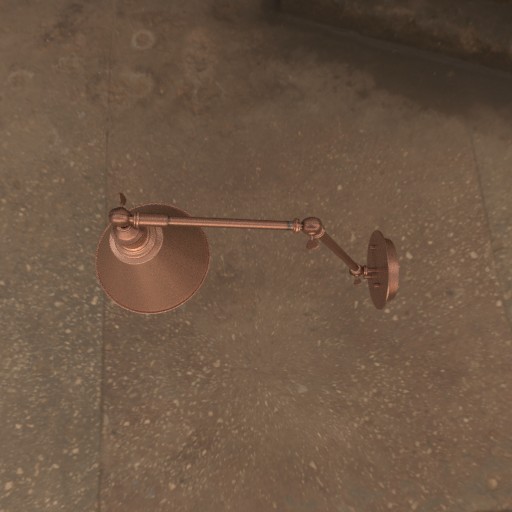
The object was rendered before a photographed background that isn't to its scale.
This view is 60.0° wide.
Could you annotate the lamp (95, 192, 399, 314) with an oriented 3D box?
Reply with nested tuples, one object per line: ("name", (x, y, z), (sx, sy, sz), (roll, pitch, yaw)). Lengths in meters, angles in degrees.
("lamp", (0.000, 0.000, 0.879), (0.624, 0.502, 0.223), (-1, 76, 0))
